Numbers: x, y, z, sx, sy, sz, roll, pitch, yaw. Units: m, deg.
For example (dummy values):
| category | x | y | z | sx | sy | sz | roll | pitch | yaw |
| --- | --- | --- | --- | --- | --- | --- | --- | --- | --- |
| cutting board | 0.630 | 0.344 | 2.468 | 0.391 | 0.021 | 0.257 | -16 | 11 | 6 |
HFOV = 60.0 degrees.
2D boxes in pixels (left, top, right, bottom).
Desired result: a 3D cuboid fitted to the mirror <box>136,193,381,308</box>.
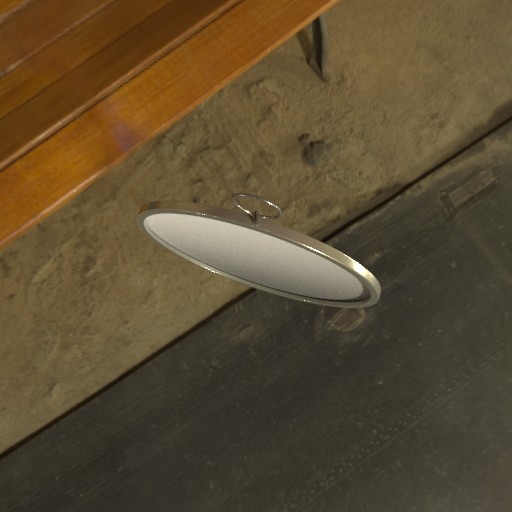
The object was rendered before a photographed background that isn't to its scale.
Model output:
| category | x | y | z | sx | sy | sz | roll | pitch | yaw |
| --- | --- | --- | --- | --- | --- | --- | --- | --- | --- |
| mirror | 0.000 | 0.000 | 1.013 | 0.594 | 0.713 | 0.020 | 18 | 76 | 5 |
